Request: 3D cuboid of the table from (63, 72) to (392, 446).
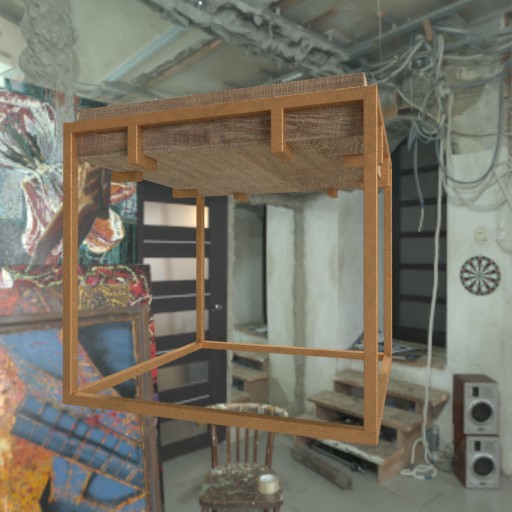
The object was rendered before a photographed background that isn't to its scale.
[{"bbox_3d":[0.000,0.000,1.059,0.599,0.584,0.599,0,0,19],"label":"table"}]
